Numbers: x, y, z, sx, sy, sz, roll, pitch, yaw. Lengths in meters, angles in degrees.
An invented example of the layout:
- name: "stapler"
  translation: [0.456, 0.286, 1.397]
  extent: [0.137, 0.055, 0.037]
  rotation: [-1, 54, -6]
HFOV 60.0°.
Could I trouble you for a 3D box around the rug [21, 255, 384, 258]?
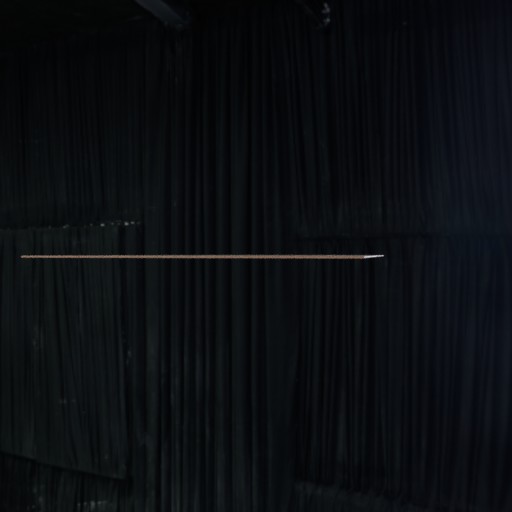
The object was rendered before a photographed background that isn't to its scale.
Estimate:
- name: "rug"
  translation: [0.000, 0.000, 2.295]
  extent: [1.219, 0.008, 1.829]
  rotation: [0, 0, 18]
